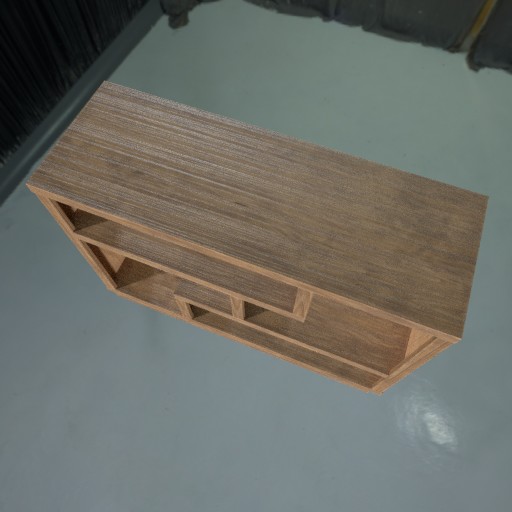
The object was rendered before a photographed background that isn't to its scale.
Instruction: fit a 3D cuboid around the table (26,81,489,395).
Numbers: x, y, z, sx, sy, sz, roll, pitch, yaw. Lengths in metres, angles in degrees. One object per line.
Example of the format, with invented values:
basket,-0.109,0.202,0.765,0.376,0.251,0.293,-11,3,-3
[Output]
table,0.000,0.000,1.508,1.151,0.771,0.410,19,65,9
